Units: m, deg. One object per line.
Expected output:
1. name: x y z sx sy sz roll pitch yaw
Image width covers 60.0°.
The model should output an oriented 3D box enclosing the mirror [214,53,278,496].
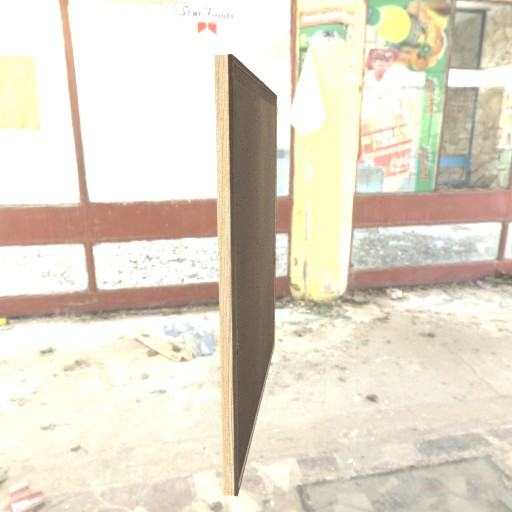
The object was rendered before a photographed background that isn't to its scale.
1. mirror: 0.000 0.000 1.195 0.032 0.882 0.730 2 15 8
